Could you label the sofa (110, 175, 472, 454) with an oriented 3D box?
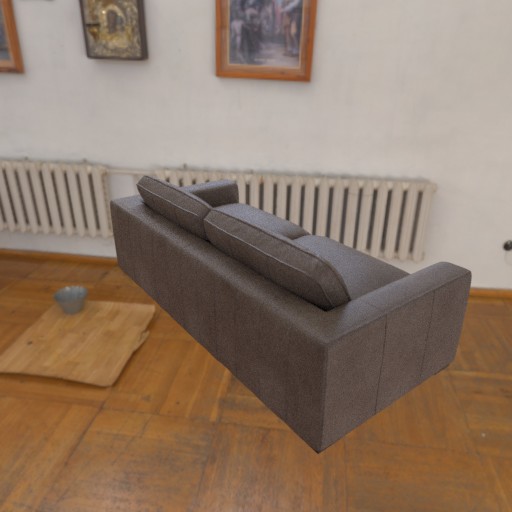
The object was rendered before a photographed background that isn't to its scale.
[{"bbox_3d":[0.000,0.000,2.804,1.070,0.801,2.262,-17,30,-33],"label":"sofa"}]
